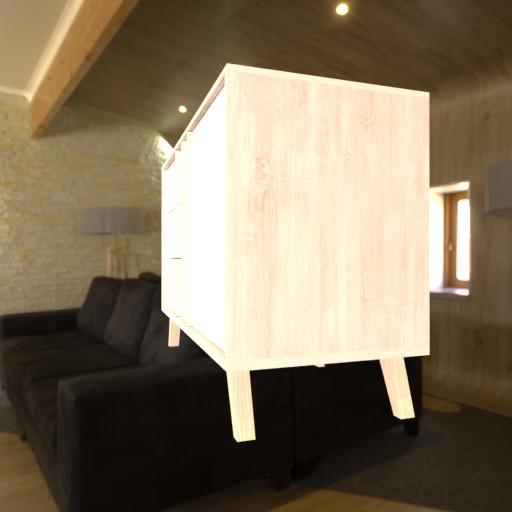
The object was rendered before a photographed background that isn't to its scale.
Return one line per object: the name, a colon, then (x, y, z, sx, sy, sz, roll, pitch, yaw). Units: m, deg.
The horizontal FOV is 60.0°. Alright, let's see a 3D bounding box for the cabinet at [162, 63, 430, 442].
cabinet: (0.000, 0.000, 1.505, 0.500, 0.780, 1.110, 0, 0, -19)
